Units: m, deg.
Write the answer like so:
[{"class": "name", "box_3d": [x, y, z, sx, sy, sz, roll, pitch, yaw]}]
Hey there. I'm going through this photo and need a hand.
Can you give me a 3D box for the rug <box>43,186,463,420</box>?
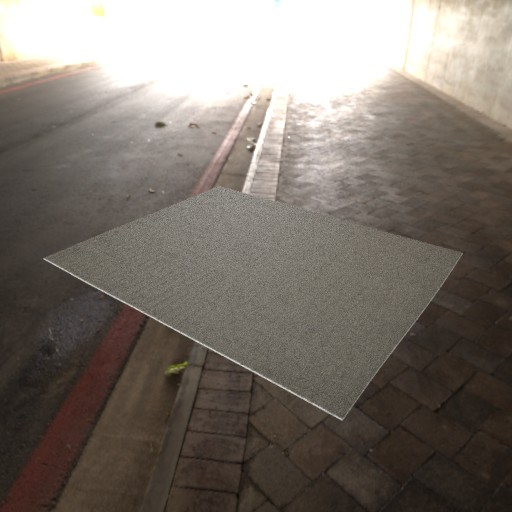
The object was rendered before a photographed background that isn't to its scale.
[{"class": "rug", "box_3d": [0.000, 0.000, 4.108, 3.061, 0.014, 2.447, 20, 34, 32]}]
